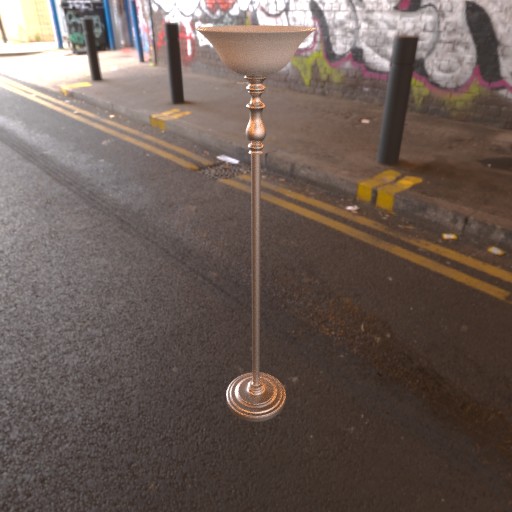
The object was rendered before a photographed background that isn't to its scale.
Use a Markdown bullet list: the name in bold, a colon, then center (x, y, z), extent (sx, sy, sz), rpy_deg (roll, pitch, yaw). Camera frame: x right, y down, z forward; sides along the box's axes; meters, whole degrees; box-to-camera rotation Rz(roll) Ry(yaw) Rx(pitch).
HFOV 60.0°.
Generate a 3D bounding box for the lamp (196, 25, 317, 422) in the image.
- **lamp**: center (0.000, 0.000, 1.934), extent (0.405, 1.771, 0.405), rpy_deg (-1, 30, -1)
